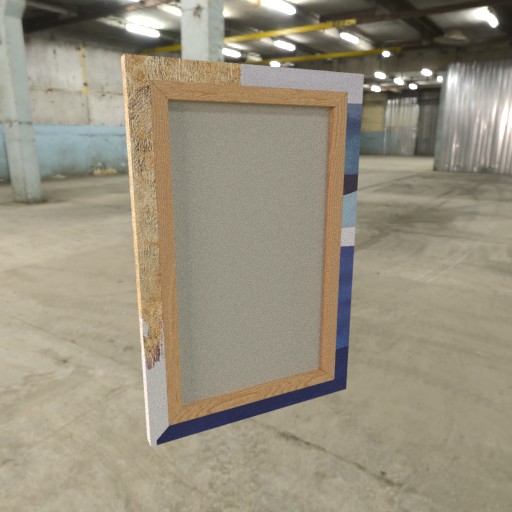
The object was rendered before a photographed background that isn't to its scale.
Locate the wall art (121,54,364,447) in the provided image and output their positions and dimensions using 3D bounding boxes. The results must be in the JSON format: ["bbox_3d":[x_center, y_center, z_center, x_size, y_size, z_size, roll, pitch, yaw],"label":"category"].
[{"bbox_3d":[0.000,0.000,1.146,0.607,0.911,0.039,-7,16,-26],"label":"wall art"}]
